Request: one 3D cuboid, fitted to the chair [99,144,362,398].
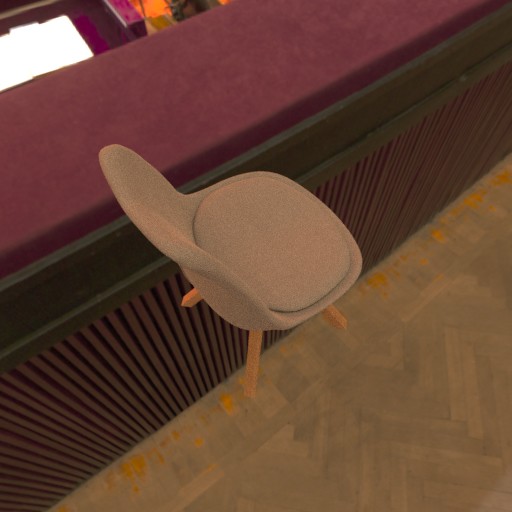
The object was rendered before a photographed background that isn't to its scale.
[{"bbox_3d":[0.000,0.000,1.188,0.549,0.863,0.474,-31,64,-17],"label":"chair"}]
